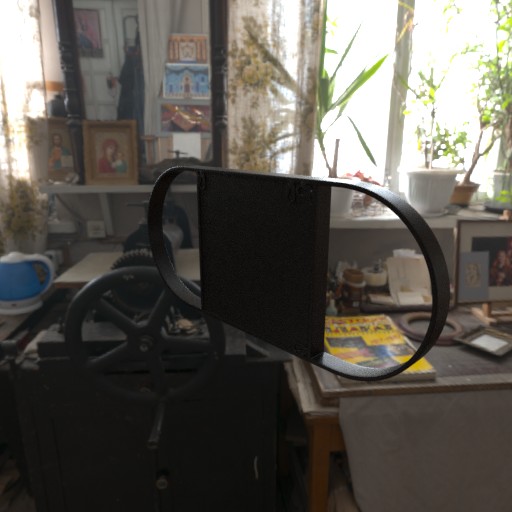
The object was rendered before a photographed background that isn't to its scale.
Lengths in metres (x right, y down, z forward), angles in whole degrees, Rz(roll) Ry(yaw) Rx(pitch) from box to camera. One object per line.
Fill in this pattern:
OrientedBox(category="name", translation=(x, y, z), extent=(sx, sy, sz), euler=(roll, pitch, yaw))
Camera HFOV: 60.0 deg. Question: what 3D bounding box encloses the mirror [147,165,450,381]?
OrientedBox(category="mirror", translation=(0.000, 0.000, 0.681), extent=(0.032, 0.254, 0.584), euler=(-15, 22, -42))
